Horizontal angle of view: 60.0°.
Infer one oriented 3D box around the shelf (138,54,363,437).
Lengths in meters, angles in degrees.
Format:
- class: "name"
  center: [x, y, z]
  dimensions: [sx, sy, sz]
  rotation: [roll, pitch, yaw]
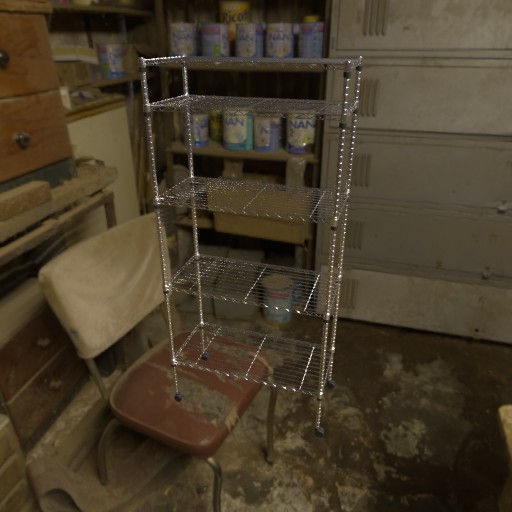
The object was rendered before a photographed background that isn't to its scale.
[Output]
- class: "shelf"
  center: [0.000, 0.000, 1.939]
  dimensions: [0.762, 1.587, 0.356]
  rotation: [8, 28, 16]
